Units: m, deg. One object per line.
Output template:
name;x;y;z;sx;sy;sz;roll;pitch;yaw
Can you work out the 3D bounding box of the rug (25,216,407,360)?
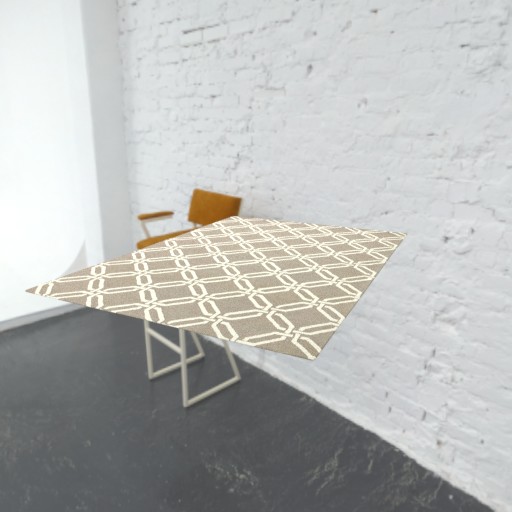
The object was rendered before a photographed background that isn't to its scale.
rug;0.000;0.000;4.471;2.441;0.020;3.419;8;18;25
